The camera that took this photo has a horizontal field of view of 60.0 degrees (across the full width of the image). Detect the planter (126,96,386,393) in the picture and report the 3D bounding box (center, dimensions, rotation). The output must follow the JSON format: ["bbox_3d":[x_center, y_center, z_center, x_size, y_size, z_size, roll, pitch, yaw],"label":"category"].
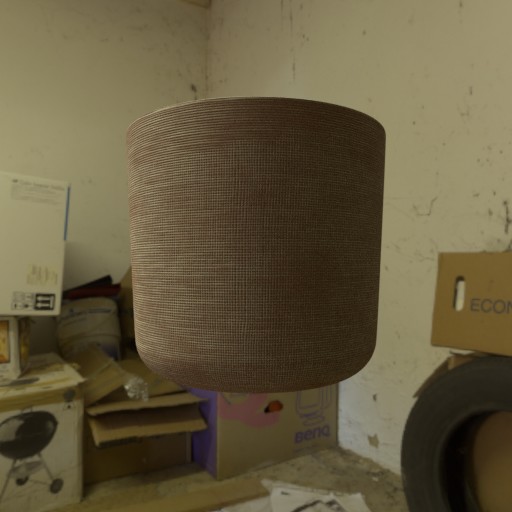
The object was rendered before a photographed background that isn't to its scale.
[{"bbox_3d":[0.000,0.000,0.778,0.440,0.398,0.440,0,-1,0],"label":"planter"}]
